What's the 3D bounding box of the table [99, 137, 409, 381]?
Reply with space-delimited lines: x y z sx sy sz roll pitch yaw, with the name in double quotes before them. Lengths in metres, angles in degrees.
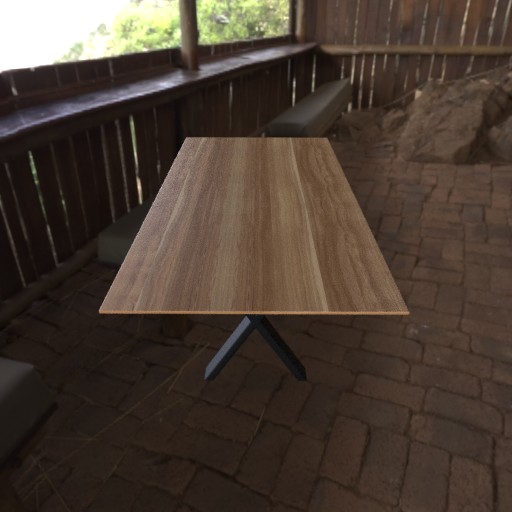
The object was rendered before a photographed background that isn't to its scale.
"table" 0.000 0.000 2.482 1.000 0.770 2.000 0 31 0
